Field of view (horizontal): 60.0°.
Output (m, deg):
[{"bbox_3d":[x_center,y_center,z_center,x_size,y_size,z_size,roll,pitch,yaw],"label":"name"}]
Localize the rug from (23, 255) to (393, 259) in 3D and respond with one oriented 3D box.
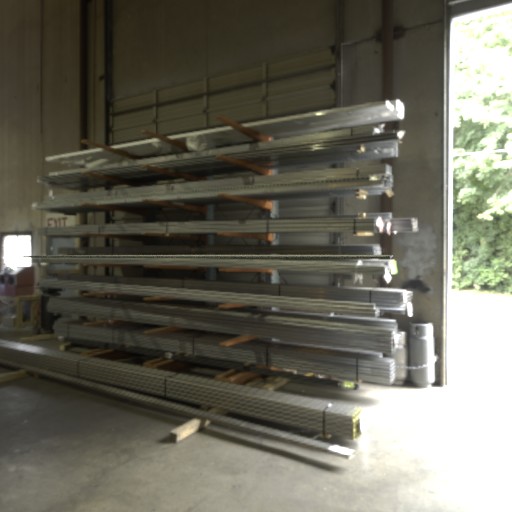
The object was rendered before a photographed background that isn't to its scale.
[{"bbox_3d":[0.000,0.000,4.145,2.441,0.013,3.056,0,0,17],"label":"rug"}]
